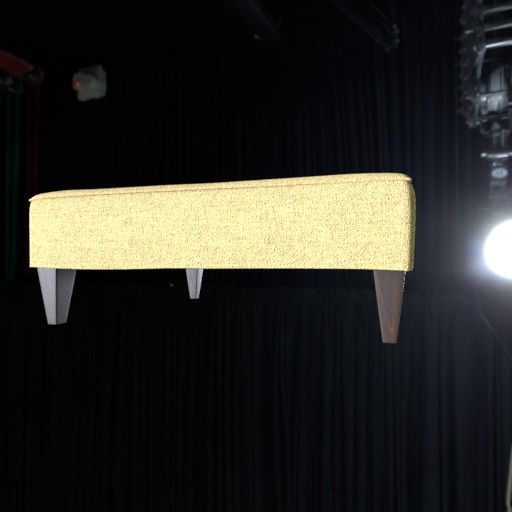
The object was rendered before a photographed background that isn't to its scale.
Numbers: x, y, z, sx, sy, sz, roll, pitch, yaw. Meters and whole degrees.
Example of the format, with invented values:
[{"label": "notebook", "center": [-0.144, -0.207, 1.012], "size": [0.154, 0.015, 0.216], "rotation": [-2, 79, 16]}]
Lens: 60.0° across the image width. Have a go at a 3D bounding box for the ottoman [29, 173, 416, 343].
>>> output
[{"label": "ottoman", "center": [0.000, 0.000, 1.484], "size": [0.981, 0.378, 0.970], "rotation": [0, -1, 18]}]
